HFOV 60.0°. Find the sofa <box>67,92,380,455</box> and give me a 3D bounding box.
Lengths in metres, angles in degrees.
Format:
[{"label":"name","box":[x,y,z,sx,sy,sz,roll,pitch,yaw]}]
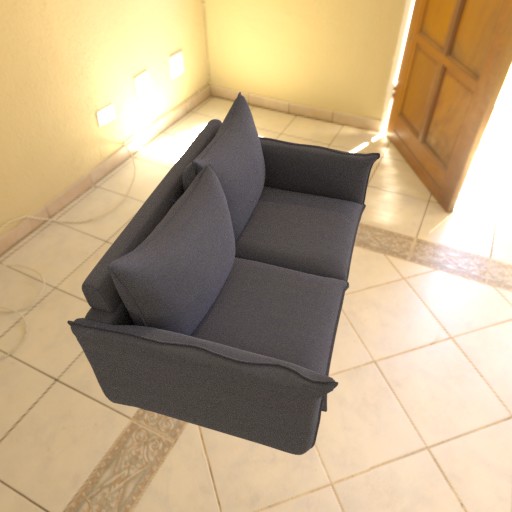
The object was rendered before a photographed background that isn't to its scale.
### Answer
[{"label":"sofa","box":[0.000,0.000,1.820,0.820,0.840,1.300,12,45,12]}]
